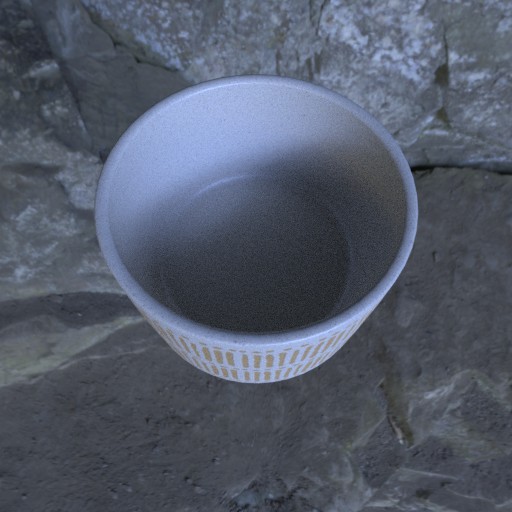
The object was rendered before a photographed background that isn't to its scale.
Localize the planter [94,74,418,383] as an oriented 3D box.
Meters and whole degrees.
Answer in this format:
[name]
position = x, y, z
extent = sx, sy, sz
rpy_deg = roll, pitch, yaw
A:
[planter]
position = 0.000, 0.000, 0.571
extent = 0.317, 0.303, 0.317
rpy_deg = 0, 64, 0
